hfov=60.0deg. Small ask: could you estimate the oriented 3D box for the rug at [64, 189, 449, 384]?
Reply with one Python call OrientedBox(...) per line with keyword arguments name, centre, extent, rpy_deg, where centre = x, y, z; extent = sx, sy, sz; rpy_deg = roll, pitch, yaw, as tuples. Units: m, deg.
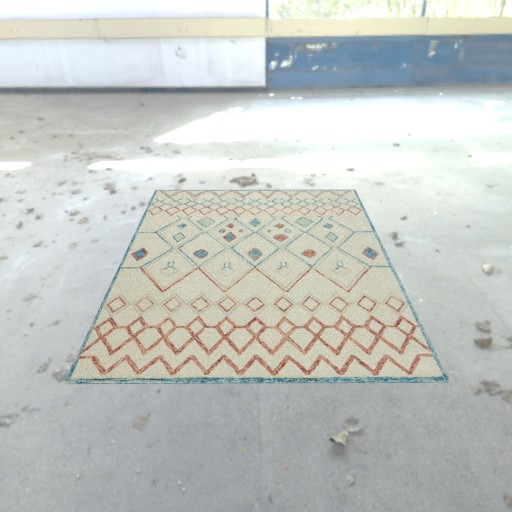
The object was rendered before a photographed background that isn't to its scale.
OrientedBox(name="rug", centre=(0.000, 0.000, 4.095), extent=(2.441, 0.016, 3.050), rpy_deg=(0, 32, 0))
